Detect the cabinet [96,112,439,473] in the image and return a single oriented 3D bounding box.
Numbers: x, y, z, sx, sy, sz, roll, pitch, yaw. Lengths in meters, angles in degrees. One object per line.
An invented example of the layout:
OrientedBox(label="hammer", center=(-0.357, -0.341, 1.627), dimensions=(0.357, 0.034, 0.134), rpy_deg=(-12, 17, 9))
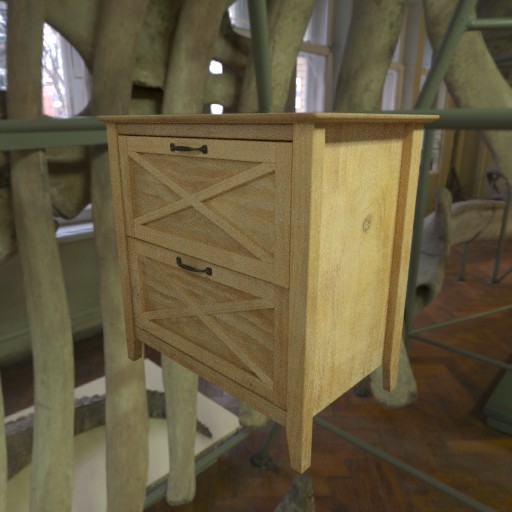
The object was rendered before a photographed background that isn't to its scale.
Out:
OrientedBox(label="cabinet", center=(0.000, 0.000, 1.262), dimensions=(0.763, 0.762, 0.503), rpy_deg=(16, 23, 42))
